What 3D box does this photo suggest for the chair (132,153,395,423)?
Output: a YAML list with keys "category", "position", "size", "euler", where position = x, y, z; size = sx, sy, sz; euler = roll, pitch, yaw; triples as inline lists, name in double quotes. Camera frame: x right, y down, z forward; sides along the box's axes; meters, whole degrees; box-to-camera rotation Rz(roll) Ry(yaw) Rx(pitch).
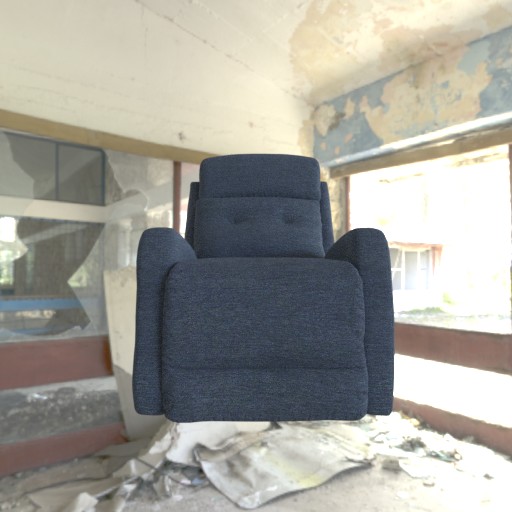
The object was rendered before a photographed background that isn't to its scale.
- category: "chair"
  position: [0.000, 0.000, 1.725]
  size: [0.798, 1.013, 1.043]
  euler: [0, -2, -1]
